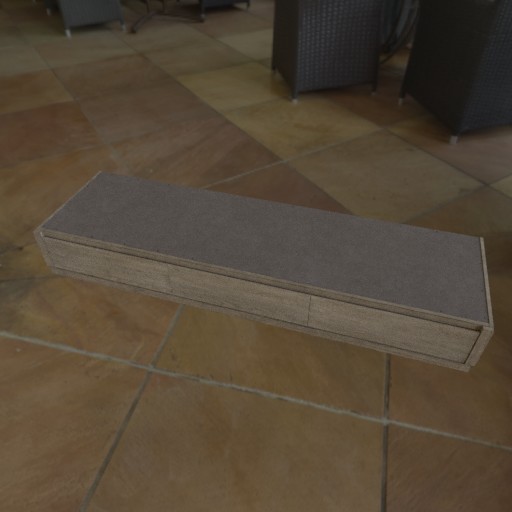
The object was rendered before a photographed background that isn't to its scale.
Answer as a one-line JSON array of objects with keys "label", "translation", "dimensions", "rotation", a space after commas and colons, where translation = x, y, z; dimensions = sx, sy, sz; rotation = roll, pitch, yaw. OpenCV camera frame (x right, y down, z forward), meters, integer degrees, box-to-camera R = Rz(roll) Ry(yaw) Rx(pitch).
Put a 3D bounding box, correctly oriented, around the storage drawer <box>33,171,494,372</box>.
[{"label": "storage drawer", "translation": [0.000, 0.000, 2.210], "dimensions": [2.072, 0.274, 0.591], "rotation": [12, 43, 13]}]
